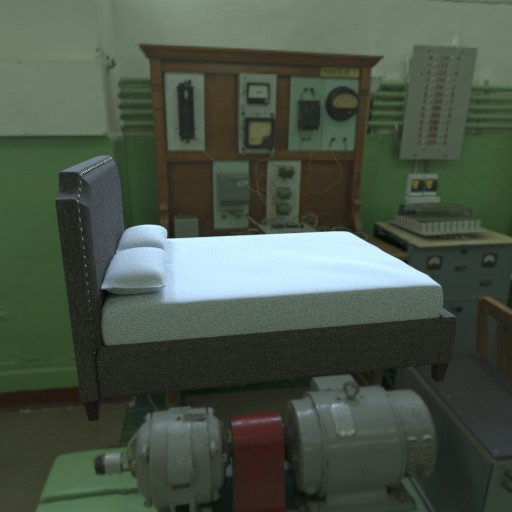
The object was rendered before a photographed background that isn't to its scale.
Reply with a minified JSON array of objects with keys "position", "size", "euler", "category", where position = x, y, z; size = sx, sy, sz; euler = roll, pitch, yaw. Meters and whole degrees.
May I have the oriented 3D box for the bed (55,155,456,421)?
[{"position":[0.000,0.000,3.405],"size":[2.381,1.457,1.713],"euler":[-3,16,-10],"category":"bed"}]
